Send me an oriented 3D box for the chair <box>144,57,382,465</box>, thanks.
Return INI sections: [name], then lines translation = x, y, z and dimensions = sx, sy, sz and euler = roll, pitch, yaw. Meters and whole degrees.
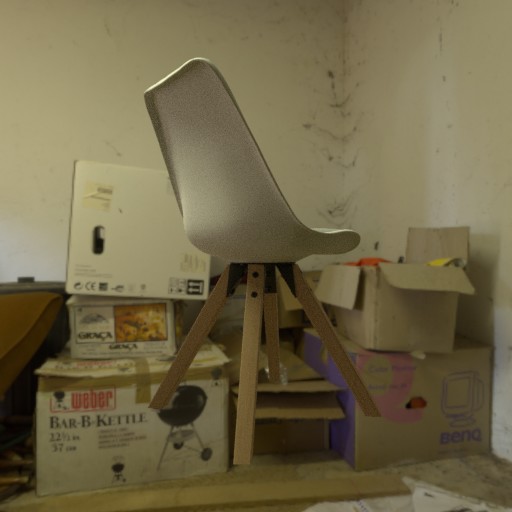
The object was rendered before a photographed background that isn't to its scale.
[chair]
translation = 0.000, 0.000, 1.192
dimensions = 0.550, 0.850, 0.485
euler = 0, 0, -38
